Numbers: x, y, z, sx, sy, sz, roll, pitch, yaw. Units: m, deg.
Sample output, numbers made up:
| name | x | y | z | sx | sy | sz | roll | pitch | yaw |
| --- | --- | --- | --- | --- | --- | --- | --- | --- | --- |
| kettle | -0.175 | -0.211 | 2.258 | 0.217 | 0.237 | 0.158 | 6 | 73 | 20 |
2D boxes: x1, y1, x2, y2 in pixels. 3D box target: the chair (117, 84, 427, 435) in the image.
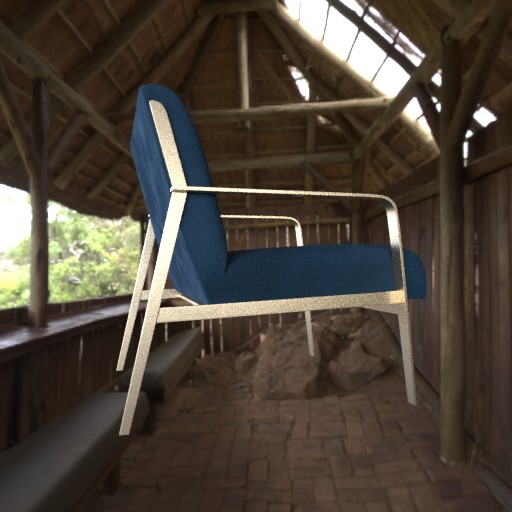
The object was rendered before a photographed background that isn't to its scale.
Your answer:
| name | x | y | z | sx | sy | sz | roll | pitch | yaw |
| --- | --- | --- | --- | --- | --- | --- | --- | --- | --- |
| chair | 0.000 | 0.000 | 1.444 | 0.859 | 0.831 | 0.692 | 0 | 0 | -18 |
